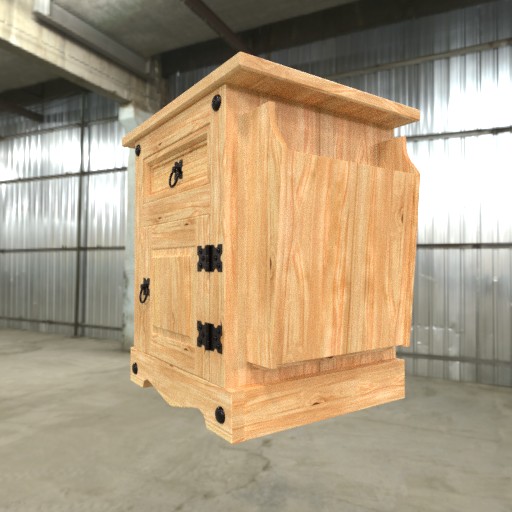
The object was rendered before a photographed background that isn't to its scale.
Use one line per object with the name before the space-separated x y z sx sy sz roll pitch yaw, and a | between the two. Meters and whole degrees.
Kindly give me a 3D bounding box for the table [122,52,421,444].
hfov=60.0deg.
table | 0.000 0.000 0.864 0.380 0.515 0.530 1 -2 -35
